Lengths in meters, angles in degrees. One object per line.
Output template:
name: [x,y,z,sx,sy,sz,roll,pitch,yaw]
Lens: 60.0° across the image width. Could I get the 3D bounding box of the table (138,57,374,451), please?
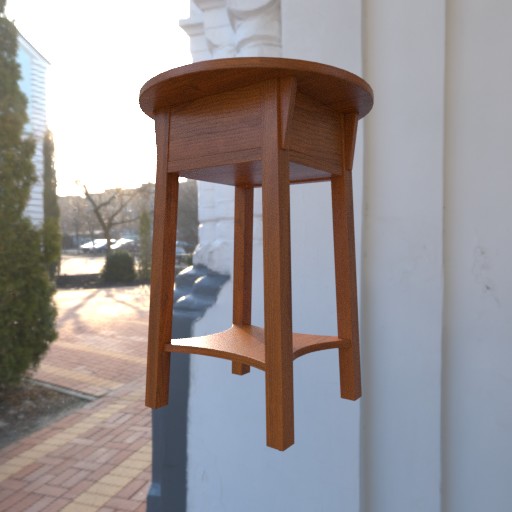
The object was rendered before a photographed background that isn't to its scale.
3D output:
table: [0.000,0.000,0.899,0.457,0.610,0.457,0,2,0]
